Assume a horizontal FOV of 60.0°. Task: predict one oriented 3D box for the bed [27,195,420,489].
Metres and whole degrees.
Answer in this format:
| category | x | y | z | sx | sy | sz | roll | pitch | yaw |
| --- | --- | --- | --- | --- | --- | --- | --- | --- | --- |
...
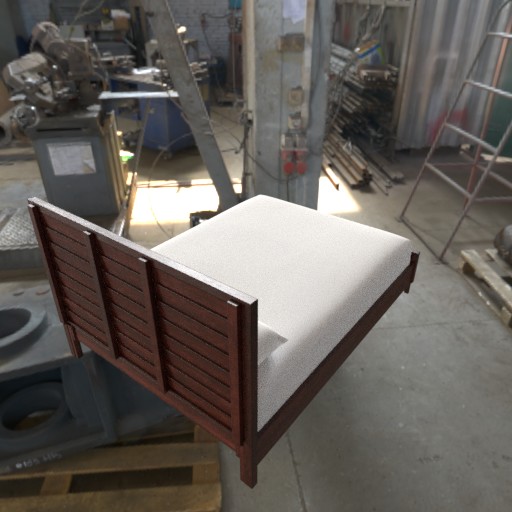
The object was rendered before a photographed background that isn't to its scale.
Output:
| category | x | y | z | sx | sy | sz | roll | pitch | yaw |
| --- | --- | --- | --- | --- | --- | --- | --- | --- | --- |
| bed | 0.000 | 0.000 | 3.945 | 2.040 | 1.492 | 2.803 | 22 | 37 | 32 |
